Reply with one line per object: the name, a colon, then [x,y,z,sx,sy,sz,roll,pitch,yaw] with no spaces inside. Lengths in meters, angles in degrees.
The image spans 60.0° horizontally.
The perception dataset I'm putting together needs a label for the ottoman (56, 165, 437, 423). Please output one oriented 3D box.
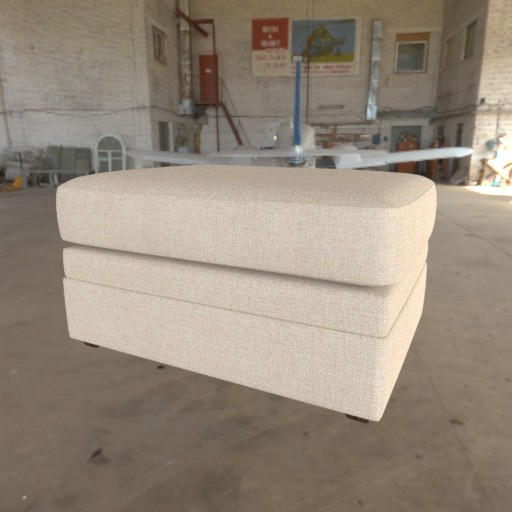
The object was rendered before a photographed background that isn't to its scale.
ottoman: [0.000,0.000,1.239,0.885,0.478,0.637,7,16,26]
